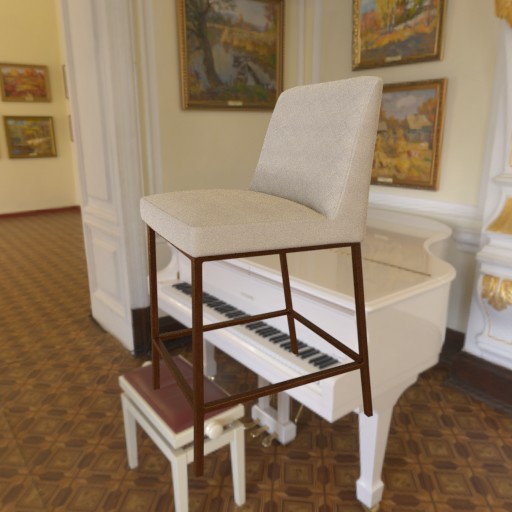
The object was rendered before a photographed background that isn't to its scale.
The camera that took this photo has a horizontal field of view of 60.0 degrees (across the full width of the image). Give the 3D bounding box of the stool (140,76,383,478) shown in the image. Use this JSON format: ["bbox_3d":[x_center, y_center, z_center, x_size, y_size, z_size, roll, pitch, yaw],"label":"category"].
[{"bbox_3d":[0.000,0.000,1.297,0.576,0.973,0.507,-8,18,-25],"label":"stool"}]
